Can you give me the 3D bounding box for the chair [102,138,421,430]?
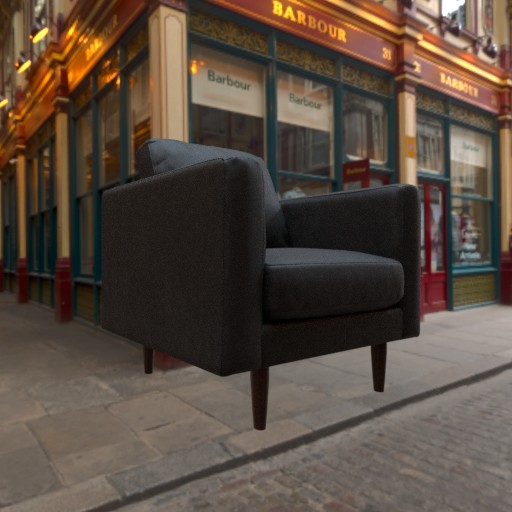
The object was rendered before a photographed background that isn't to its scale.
[{"bbox_3d":[0.000,0.000,1.587,0.831,0.898,0.879,0,0,-38],"label":"chair"}]
